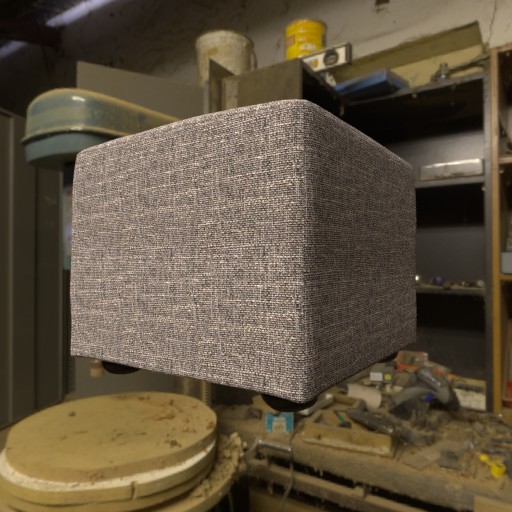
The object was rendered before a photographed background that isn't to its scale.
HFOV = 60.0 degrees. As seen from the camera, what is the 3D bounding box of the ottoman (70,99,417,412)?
[{"bbox_3d":[0.000,0.000,0.902,0.512,0.453,0.521,-1,-1,35],"label":"ottoman"}]
